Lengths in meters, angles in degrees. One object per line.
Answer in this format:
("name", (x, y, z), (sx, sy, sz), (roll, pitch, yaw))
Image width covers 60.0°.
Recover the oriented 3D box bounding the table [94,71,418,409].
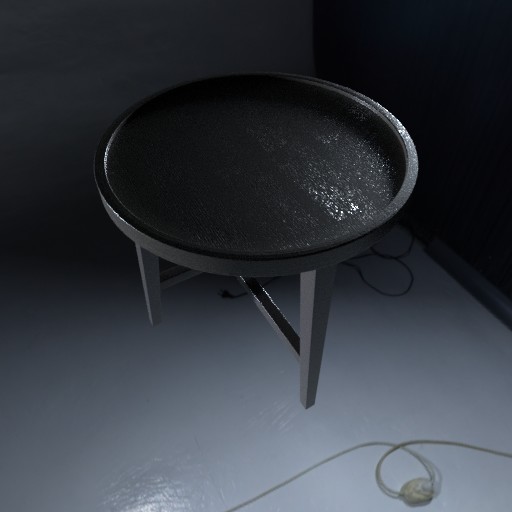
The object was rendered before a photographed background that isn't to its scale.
("table", (0.000, 0.000, 0.899), (0.500, 0.531, 0.500), (0, 48, 0))
